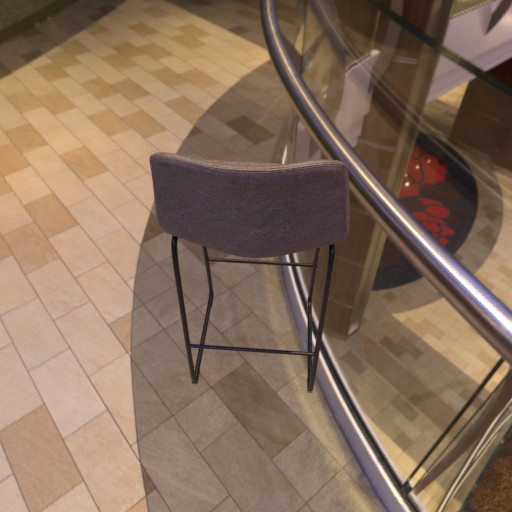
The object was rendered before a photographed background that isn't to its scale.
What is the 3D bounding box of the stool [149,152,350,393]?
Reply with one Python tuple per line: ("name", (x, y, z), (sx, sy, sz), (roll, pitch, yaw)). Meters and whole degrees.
("stool", (0.000, 0.000, 1.427), (0.514, 1.082, 0.561), (3, 46, 3))
